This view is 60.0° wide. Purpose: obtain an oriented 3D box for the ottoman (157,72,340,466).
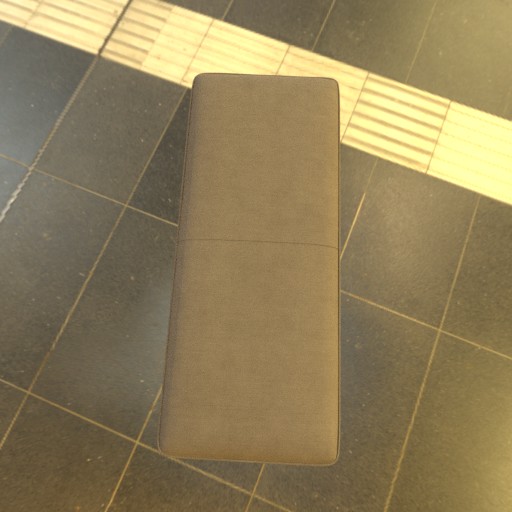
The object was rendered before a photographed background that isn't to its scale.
[{"bbox_3d":[0.000,0.000,2.105,0.751,0.470,1.764,3,75,1],"label":"ottoman"}]
